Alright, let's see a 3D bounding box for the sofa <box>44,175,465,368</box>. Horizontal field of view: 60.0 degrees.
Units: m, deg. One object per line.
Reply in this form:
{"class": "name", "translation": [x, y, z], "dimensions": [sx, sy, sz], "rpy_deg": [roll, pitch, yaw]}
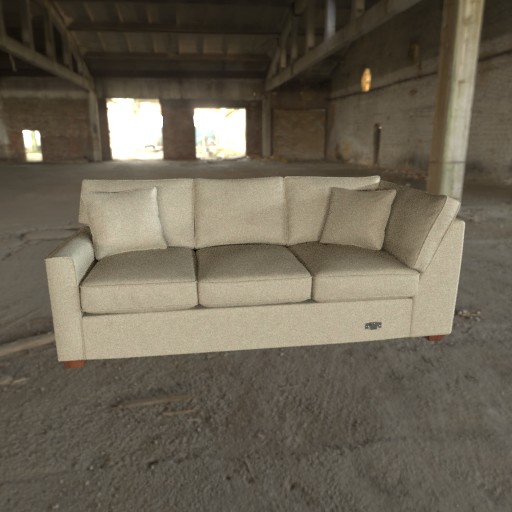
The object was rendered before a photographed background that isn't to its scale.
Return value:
{"class": "sofa", "translation": [0.000, 0.000, 2.894], "dimensions": [2.317, 0.962, 1.061], "rpy_deg": [-2, 15, -8]}
